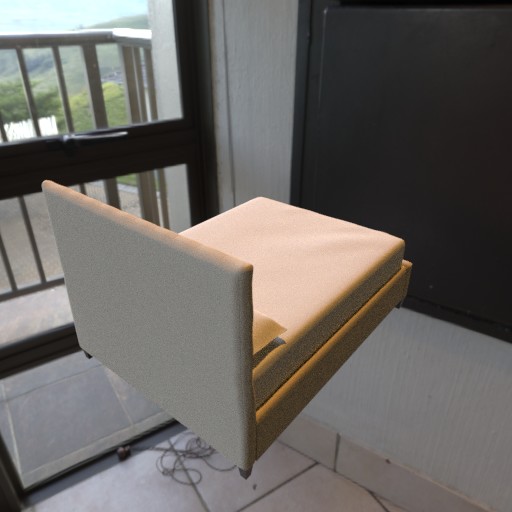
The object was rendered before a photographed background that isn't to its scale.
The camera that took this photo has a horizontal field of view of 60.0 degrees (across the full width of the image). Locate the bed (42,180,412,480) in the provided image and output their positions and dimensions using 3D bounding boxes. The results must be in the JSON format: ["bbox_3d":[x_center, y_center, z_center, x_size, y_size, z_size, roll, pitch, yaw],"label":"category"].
[{"bbox_3d":[0.000,0.000,3.381,1.696,1.426,2.233,22,36,33],"label":"bed"}]
